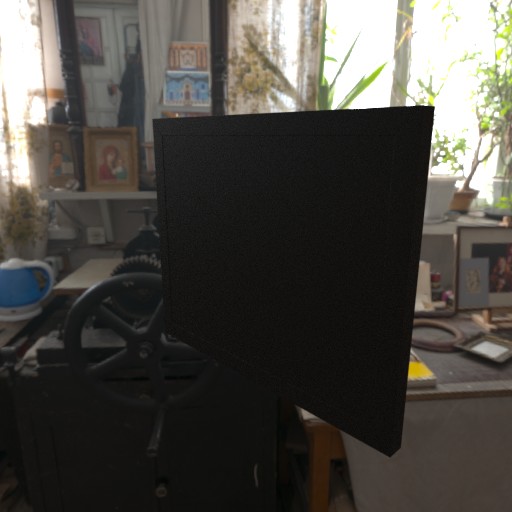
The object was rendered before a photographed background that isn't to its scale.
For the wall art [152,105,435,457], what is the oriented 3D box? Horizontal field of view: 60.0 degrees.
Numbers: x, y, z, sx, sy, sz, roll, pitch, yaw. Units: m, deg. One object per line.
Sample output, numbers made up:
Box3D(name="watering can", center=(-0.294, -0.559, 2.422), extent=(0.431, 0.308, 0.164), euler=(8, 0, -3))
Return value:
Box3D(name="wall art", center=(0.000, 0.000, 0.749), extent=(0.029, 0.457, 0.558), euler=(-14, 21, -42))
